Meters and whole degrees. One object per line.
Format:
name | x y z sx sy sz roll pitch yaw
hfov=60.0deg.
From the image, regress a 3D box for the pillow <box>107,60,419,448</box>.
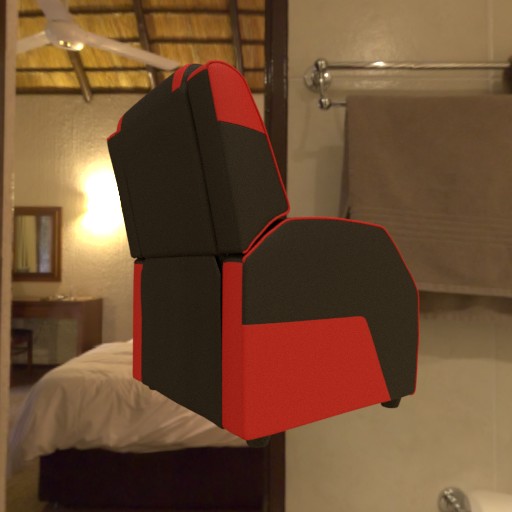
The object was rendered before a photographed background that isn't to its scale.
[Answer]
pillow | 0.000 0.000 1.259 0.672 0.805 0.620 1 -2 -36
